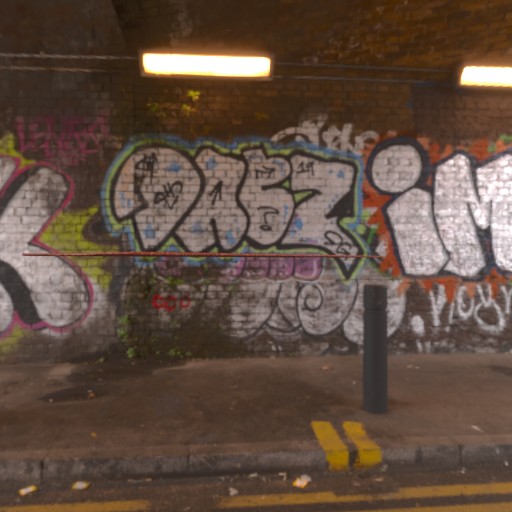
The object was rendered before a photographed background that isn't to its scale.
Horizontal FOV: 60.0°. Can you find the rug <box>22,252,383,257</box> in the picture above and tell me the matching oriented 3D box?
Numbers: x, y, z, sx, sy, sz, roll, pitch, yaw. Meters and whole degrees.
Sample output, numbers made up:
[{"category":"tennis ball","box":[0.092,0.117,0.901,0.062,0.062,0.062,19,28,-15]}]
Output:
[{"category":"rug","box":[0.000,0.000,2.519,0.687,0.012,2.307,0,0,35]}]
